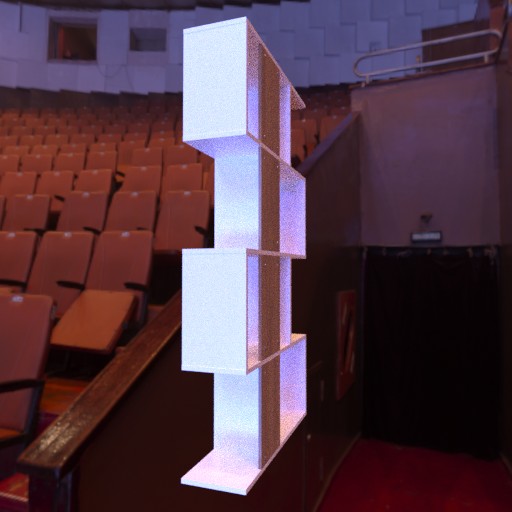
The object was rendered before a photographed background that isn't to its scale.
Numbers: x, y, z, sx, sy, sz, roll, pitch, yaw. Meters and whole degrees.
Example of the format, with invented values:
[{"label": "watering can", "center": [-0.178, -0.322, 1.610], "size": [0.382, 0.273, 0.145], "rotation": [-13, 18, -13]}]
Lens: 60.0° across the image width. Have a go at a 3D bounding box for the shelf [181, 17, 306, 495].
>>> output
[{"label": "shelf", "center": [0.000, 0.000, 1.988], "size": [0.250, 1.650, 0.890], "rotation": [-1, -2, 20]}]
